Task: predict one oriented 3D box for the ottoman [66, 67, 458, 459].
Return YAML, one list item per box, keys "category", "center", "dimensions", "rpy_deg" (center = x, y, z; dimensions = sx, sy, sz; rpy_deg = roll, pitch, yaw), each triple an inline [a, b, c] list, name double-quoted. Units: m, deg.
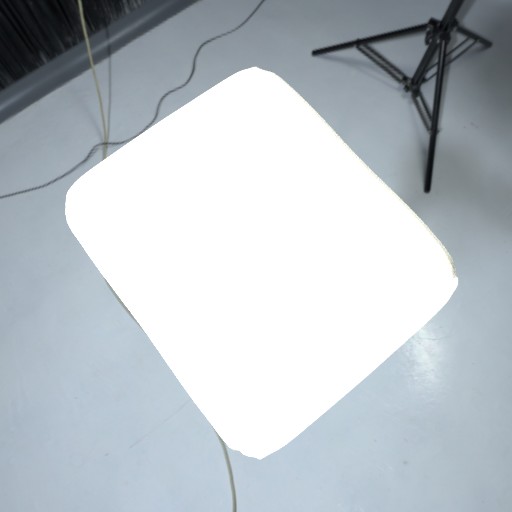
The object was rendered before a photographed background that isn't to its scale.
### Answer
- category: "ottoman"
  center: [0.000, 0.000, 1.114]
  dimensions: [0.622, 0.450, 0.747]
  rpy_deg: [-38, 77, -10]
